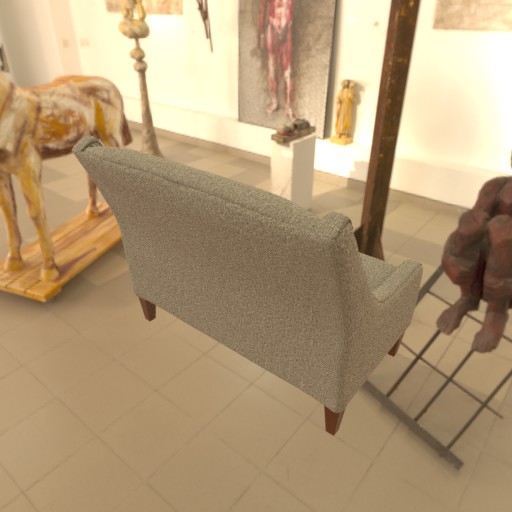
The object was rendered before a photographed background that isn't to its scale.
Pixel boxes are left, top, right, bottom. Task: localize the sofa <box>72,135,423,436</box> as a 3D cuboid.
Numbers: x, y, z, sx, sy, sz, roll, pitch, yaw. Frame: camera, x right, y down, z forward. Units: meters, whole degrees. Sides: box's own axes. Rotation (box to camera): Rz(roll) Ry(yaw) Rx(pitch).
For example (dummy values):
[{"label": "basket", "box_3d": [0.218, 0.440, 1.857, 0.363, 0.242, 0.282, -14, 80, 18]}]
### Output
[{"label": "sofa", "box_3d": [0.000, 0.000, 1.974, 1.242, 1.026, 0.862, 23, 38, 32]}]
